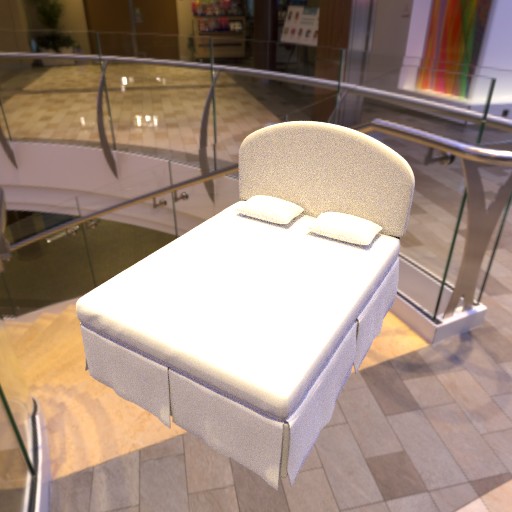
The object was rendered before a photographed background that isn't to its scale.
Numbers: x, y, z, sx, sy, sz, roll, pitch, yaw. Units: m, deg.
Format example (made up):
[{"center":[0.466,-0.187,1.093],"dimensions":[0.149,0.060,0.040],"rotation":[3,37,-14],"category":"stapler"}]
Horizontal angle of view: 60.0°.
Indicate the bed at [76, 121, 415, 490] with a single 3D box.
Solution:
[{"center":[0.000,0.000,3.039],"dimensions":[1.607,1.410,2.005],"rotation":[17,34,27],"category":"bed"}]
